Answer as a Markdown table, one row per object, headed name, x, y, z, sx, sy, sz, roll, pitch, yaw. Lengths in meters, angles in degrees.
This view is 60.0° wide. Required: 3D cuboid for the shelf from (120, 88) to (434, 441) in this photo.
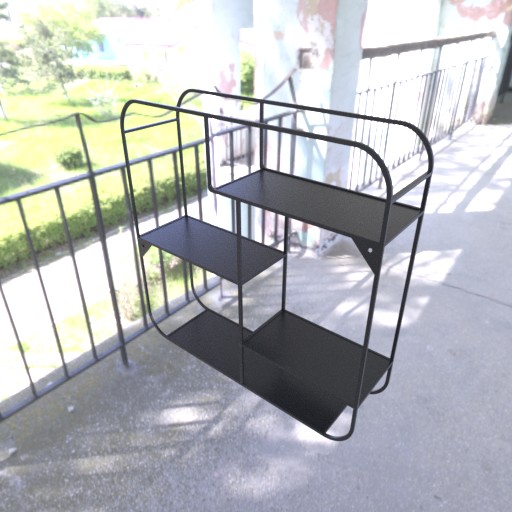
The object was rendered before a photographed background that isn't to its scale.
| name | x | y | z | sx | sy | sz | roll | pitch | yaw |
| --- | --- | --- | --- | --- | --- | --- | --- | --- | --- |
| shelf | 0.000 | 0.000 | 0.934 | 0.600 | 0.600 | 0.160 | 22 | 36 | 33 |
